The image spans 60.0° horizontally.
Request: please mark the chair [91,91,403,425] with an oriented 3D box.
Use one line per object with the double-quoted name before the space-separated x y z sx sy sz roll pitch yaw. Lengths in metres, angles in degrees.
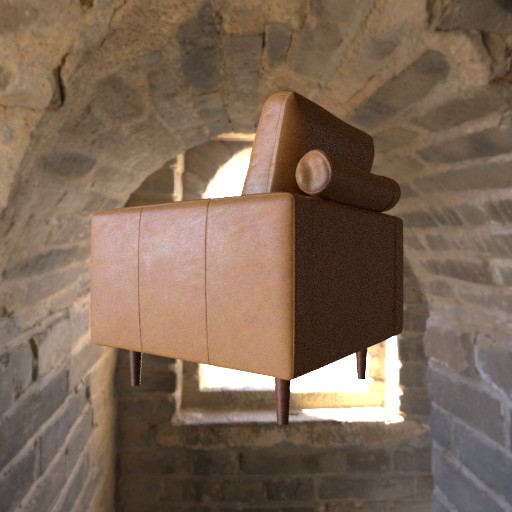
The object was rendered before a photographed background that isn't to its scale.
"chair" 0.000 0.000 1.571 0.868 0.896 0.831 0 0 36
